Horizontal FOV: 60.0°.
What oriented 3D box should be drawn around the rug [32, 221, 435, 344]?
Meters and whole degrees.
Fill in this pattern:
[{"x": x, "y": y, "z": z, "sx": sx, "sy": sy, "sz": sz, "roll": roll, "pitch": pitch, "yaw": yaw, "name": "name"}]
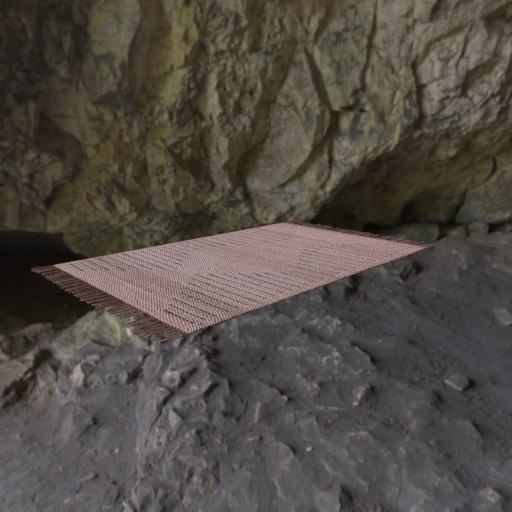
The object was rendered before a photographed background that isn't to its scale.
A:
[{"x": 0.000, "y": 0.000, "z": 2.574, "sx": 2.085, "sy": 0.027, "sz": 1.224, "roll": -14, "pitch": 20, "yaw": -42, "name": "rug"}]
